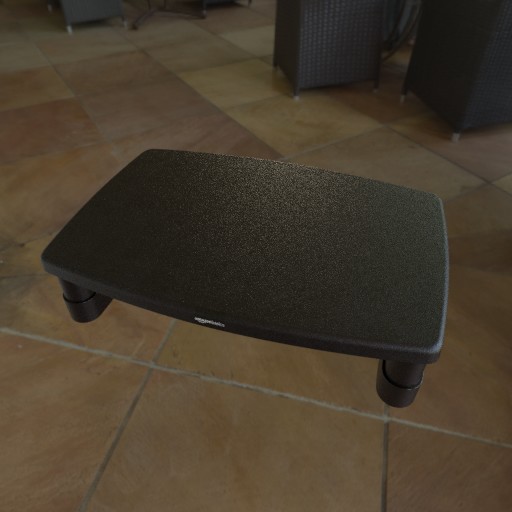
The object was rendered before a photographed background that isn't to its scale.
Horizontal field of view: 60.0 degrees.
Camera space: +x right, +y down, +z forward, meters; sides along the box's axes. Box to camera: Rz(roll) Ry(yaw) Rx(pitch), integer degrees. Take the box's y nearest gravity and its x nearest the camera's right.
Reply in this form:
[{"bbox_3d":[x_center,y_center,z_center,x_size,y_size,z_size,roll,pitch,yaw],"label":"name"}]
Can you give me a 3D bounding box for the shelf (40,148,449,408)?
[{"bbox_3d":[0.000,0.000,0.521,0.410,0.100,0.280,12,43,13],"label":"shelf"}]
